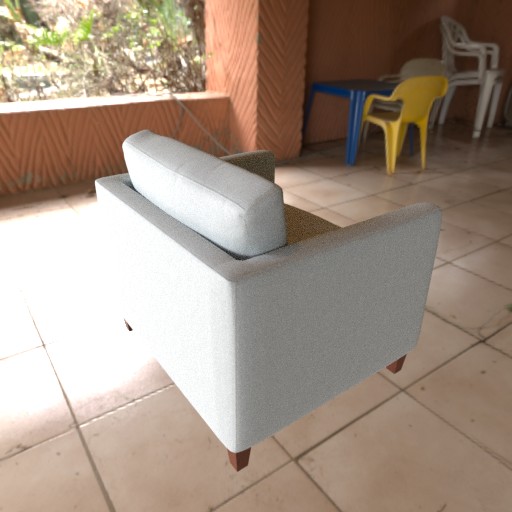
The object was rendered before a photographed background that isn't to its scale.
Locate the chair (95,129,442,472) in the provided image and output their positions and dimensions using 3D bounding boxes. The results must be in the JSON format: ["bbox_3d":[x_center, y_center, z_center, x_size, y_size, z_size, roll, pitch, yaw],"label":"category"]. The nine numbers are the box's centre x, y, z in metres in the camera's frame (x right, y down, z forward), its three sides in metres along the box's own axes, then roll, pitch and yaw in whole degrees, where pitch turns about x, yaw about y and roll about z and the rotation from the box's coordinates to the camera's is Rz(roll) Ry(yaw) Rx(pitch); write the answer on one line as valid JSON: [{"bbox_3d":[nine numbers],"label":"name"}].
[{"bbox_3d":[0.000,0.000,1.852,0.953,0.961,1.107,-18,32,-31],"label":"chair"}]
